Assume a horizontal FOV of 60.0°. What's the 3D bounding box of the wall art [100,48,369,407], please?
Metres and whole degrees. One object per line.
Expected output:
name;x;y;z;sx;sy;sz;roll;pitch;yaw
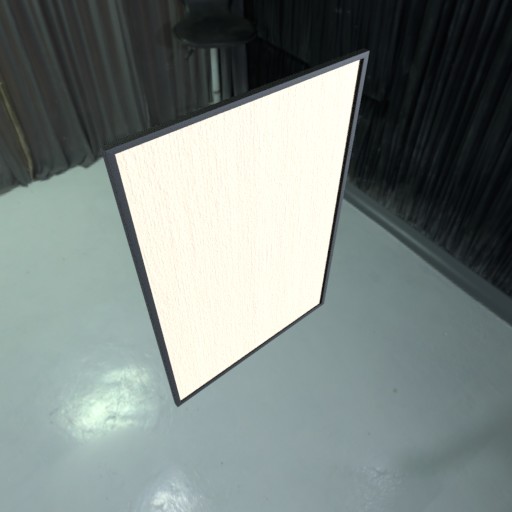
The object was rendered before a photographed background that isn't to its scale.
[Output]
wall art;0.000;0.000;0.848;0.457;0.657;0.013;-30;53;-26
